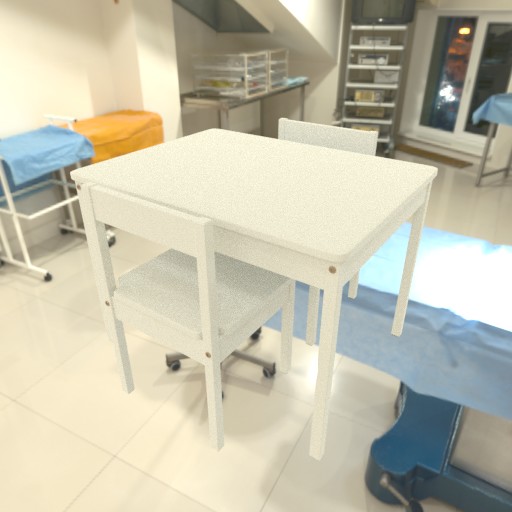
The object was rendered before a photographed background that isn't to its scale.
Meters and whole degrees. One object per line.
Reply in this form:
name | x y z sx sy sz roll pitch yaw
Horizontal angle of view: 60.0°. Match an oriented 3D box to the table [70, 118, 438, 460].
table | 0.000 0.000 1.071 0.650 0.503 0.672 19 34 30
